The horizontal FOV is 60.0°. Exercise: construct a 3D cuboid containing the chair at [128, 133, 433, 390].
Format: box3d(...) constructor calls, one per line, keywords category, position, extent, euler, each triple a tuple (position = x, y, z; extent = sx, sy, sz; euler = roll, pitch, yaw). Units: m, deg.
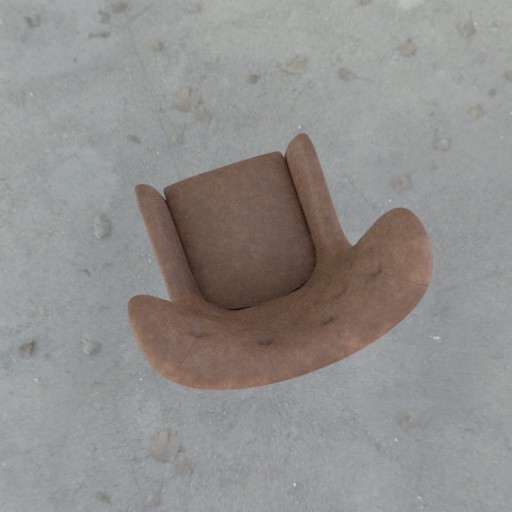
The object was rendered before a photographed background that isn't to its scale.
box3d(category="chair", position=(0.000, 0.000, 1.724), extent=(0.831, 1.079, 0.930), euler=(-19, 76, -5))
